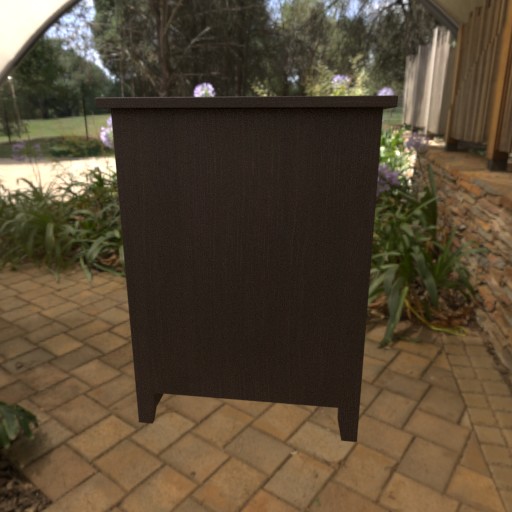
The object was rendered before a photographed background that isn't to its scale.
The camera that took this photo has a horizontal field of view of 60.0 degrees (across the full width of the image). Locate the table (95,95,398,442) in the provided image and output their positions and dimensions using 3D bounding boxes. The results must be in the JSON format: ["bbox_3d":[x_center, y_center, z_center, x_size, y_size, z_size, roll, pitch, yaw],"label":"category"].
[{"bbox_3d":[0.000,0.000,0.965,0.480,0.635,0.381,2,17,7],"label":"table"}]
